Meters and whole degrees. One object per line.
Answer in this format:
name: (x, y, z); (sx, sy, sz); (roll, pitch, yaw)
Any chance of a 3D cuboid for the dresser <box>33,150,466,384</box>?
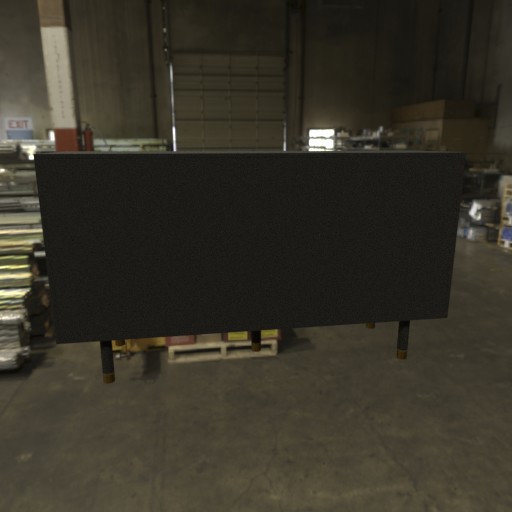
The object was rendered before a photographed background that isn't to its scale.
dresser: (0.000, 0.000, 1.905); (1.558, 0.872, 0.463); (-2, 14, -9)
